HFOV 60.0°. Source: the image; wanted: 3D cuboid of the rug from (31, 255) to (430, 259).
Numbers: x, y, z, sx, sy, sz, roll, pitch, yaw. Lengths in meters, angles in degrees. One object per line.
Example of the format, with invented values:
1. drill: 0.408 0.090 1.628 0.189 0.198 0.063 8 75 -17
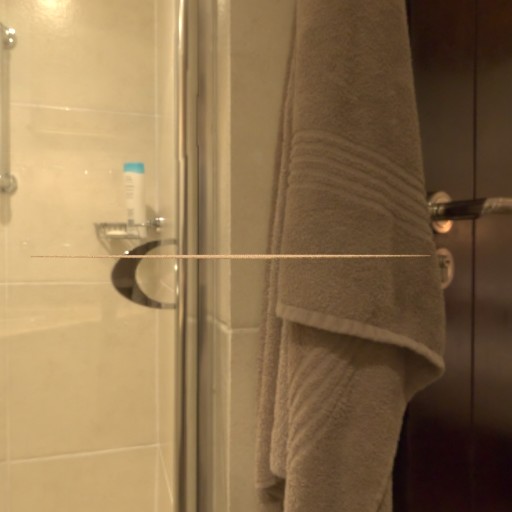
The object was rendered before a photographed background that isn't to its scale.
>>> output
1. rug: 0.000 0.000 4.026 2.313 0.009 2.939 0 0 36
